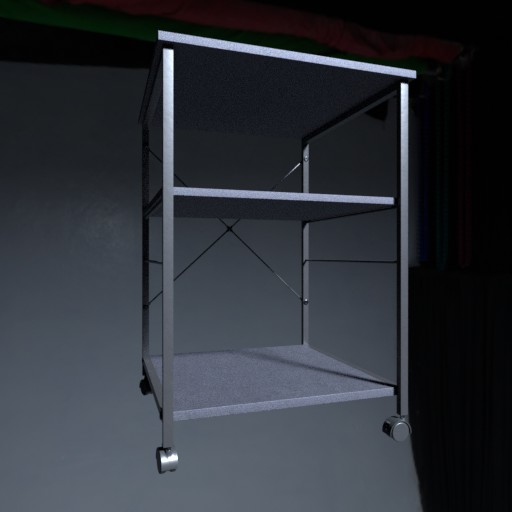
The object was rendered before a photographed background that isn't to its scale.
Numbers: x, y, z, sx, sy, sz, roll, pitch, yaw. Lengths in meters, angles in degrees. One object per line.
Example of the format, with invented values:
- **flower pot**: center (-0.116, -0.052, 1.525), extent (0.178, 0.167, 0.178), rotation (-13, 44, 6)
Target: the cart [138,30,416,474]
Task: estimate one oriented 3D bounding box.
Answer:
- **cart**: center (0.000, 0.000, 1.076), extent (0.521, 0.762, 0.520), rotation (0, 0, -18)
